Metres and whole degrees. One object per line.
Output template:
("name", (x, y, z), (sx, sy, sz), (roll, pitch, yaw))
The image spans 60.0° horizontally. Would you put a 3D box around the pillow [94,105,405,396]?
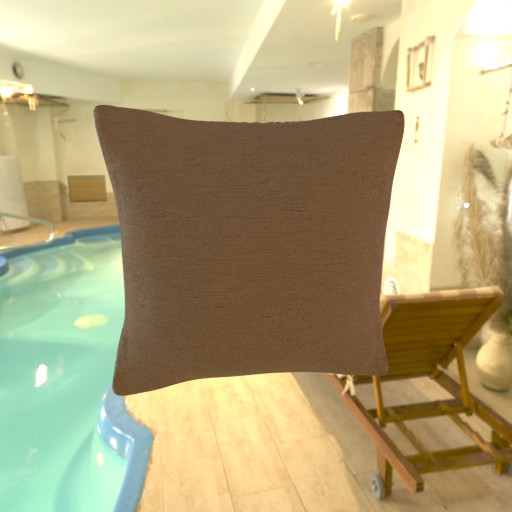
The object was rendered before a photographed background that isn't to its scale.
("pillow", (0.000, 0.000, 0.651), (0.436, 0.417, 0.148), (-2, 13, -8))
